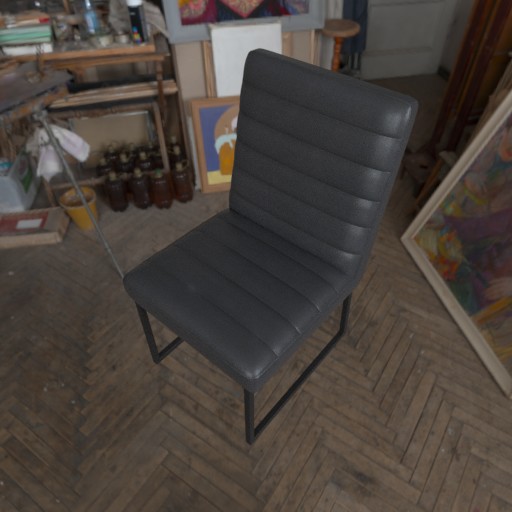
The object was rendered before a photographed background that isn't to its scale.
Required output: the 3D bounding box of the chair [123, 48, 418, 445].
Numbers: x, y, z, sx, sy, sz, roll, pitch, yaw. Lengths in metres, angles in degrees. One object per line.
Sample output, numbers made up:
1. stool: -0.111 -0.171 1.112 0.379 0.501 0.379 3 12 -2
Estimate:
1. chair: 0.000 0.000 1.320 0.520 0.930 0.634 31 53 27
